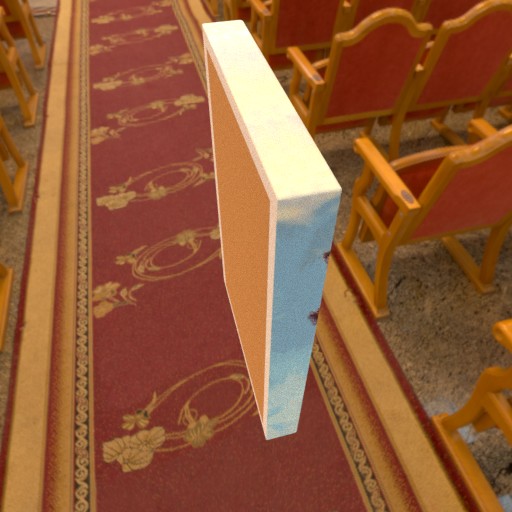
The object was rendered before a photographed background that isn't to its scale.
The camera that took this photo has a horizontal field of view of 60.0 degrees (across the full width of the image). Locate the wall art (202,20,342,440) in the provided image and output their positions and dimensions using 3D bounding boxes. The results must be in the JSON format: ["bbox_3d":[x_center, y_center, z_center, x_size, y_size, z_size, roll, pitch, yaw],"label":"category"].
[{"bbox_3d":[0.000,0.000,0.471,0.039,0.380,0.251,-11,49,-9],"label":"wall art"}]
